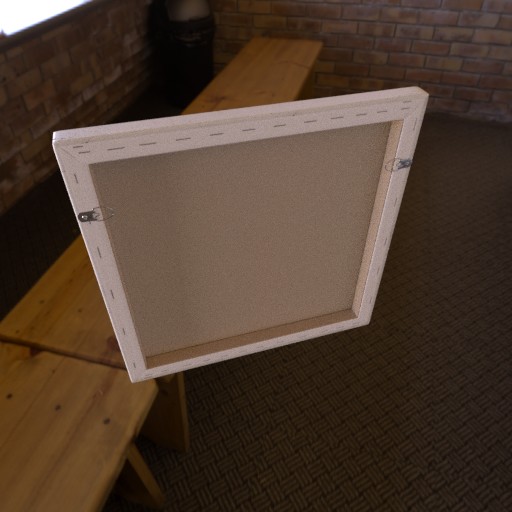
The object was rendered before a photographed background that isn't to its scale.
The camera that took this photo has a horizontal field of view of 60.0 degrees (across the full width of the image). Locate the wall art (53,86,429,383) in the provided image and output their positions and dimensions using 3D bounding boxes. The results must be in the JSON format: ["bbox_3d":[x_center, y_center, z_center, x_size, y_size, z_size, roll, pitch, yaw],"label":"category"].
[{"bbox_3d":[0.000,0.000,0.902,0.610,0.611,0.040,-11,43,-12],"label":"wall art"}]
